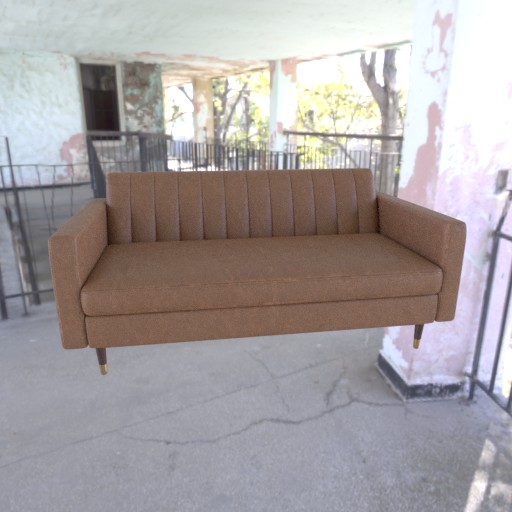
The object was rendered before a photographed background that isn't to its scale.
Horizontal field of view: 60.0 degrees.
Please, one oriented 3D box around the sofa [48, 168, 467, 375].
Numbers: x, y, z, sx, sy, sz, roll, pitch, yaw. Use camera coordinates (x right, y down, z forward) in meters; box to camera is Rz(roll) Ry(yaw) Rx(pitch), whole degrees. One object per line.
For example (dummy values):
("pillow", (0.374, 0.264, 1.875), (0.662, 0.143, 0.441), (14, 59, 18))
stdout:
("sofa", (0.000, 0.000, 2.378), (1.847, 0.821, 0.993), (-3, 17, -9))
